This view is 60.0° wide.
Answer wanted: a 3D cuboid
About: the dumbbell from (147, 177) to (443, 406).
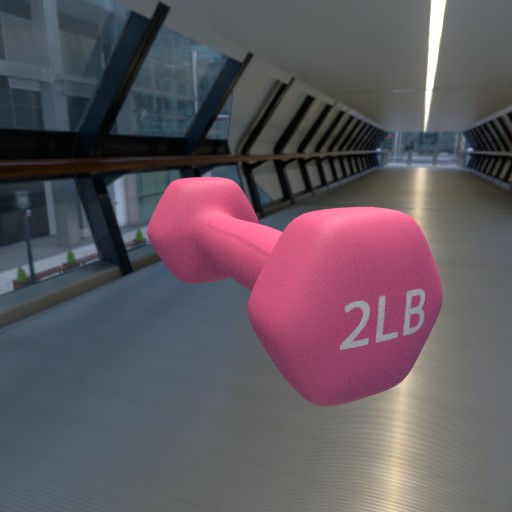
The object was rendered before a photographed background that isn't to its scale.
[{"bbox_3d":[0.000,0.000,0.174,0.058,0.053,0.146,-7,16,-25],"label":"dumbbell"}]
